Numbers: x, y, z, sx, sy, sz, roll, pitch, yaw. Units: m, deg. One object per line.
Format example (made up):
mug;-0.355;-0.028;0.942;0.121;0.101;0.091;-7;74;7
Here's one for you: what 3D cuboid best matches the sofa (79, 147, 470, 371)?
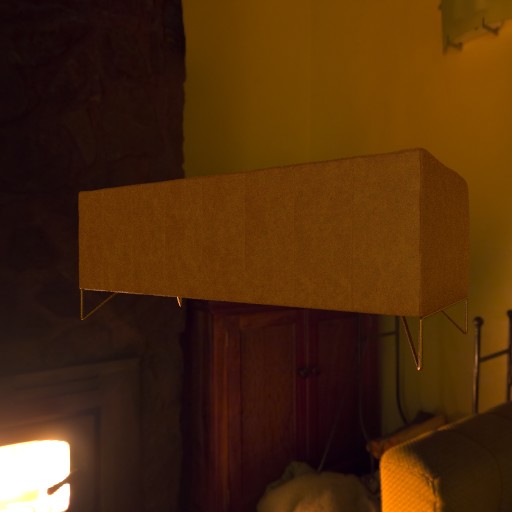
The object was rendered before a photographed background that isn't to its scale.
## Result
sofa;0.000;0.000;2.506;2.079;0.798;0.912;0;1;35
